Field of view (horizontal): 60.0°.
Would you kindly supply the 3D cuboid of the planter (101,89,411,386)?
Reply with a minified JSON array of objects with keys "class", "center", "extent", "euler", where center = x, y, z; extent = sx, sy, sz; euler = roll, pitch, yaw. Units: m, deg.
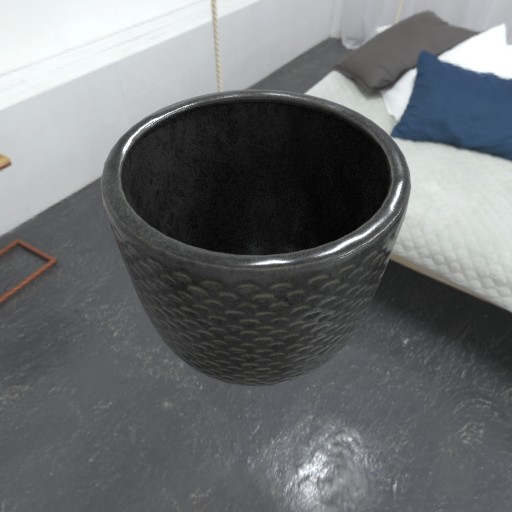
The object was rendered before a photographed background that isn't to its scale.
[{"class":"planter","center":[0.000,0.000,0.248],"extent":[0.140,0.129,0.140],"euler":[0,46,0]}]
